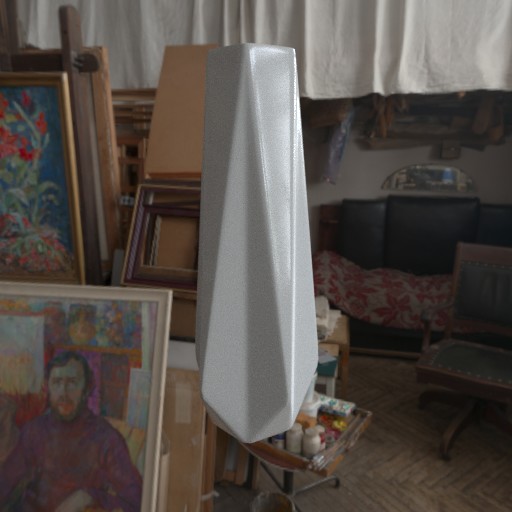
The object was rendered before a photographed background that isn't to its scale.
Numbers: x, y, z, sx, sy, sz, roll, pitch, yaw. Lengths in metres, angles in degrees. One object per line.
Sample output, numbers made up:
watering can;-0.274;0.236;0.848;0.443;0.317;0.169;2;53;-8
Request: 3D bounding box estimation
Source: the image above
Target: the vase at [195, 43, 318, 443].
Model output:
vase;0.000;0.000;0.386;0.122;0.329;0.116;-8;17;-27
